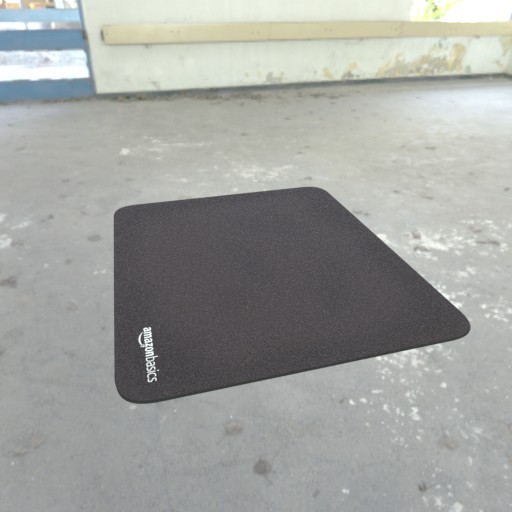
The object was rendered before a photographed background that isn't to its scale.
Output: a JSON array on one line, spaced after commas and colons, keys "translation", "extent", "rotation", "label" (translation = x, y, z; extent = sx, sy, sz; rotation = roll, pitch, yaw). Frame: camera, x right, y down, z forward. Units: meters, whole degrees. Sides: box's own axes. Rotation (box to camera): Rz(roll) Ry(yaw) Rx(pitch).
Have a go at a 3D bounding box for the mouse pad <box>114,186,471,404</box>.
[{"translation": [0.000, 0.000, 0.342], "extent": [0.211, 0.002, 0.249], "rotation": [-8, 31, -13], "label": "mouse pad"}]
